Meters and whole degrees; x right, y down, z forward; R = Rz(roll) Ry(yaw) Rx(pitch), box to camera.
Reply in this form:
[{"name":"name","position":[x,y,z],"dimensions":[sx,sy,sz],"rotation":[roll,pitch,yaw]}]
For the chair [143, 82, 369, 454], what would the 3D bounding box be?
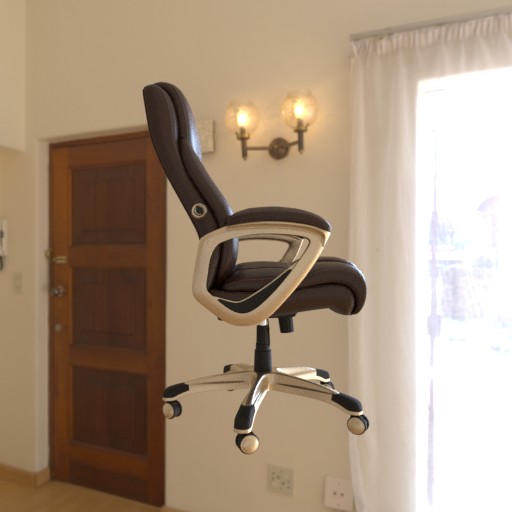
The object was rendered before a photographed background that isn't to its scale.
[{"name":"chair","position":[0.000,0.000,1.668],"dimensions":[0.749,1.194,0.692],"rotation":[0,0,-2]}]
